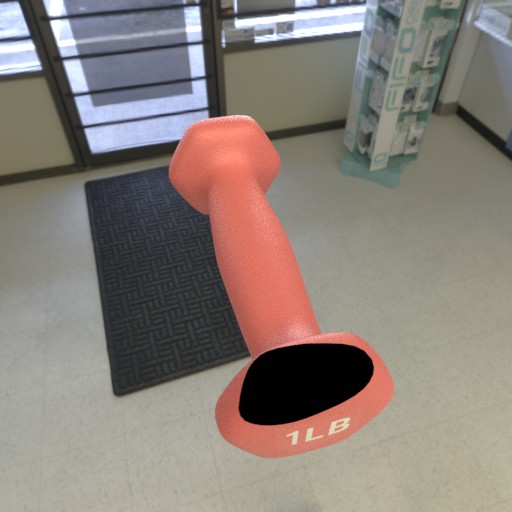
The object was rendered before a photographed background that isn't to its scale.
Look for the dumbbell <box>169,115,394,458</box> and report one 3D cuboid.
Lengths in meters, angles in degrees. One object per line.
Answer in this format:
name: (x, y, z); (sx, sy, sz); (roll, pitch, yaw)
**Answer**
dumbbell: (0.000, 0.000, 0.149); (0.047, 0.043, 0.123); (-10, 47, -10)
